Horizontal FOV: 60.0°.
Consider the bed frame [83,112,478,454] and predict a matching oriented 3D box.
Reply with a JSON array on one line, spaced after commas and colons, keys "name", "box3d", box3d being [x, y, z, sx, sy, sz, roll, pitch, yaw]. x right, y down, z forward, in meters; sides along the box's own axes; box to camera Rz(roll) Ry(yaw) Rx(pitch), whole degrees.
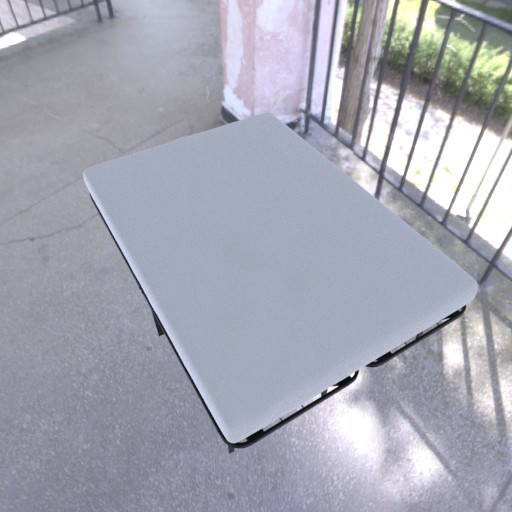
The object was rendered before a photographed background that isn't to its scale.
[{"name": "bed frame", "box3d": [0.000, 0.000, 2.590, 1.372, 0.637, 1.905, -24, 51, -21]}]
